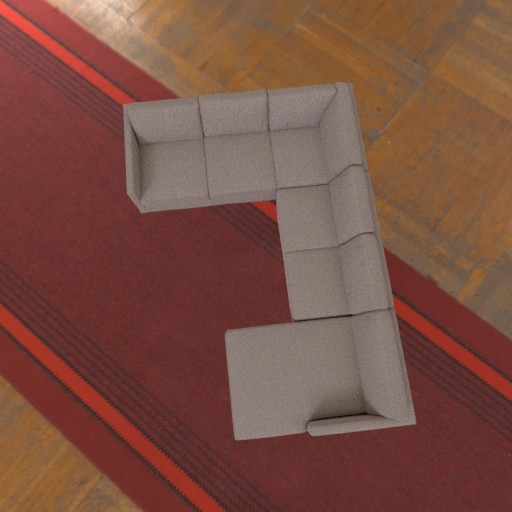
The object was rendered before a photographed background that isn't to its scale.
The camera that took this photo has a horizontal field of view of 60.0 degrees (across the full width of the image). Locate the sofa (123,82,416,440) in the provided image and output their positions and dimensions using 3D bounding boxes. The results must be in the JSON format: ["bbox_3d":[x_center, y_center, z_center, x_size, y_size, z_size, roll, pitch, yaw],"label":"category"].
[{"bbox_3d":[0.000,0.000,4.457,2.424,0.865,3.438,-6,76,-2],"label":"sofa"}]
